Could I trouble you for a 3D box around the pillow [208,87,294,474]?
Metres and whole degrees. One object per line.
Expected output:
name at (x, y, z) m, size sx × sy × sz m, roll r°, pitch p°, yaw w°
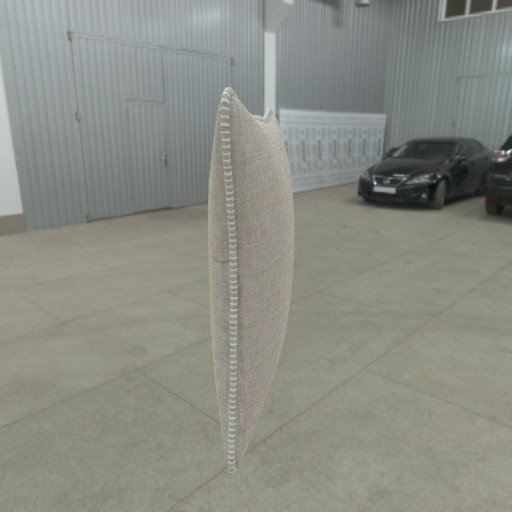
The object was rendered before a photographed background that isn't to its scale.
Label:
pillow at (0.000, 0.000, 0.744) m, size 0.124 × 0.494 × 0.485 m, roll 2°, pitch 16°, yaw 8°
